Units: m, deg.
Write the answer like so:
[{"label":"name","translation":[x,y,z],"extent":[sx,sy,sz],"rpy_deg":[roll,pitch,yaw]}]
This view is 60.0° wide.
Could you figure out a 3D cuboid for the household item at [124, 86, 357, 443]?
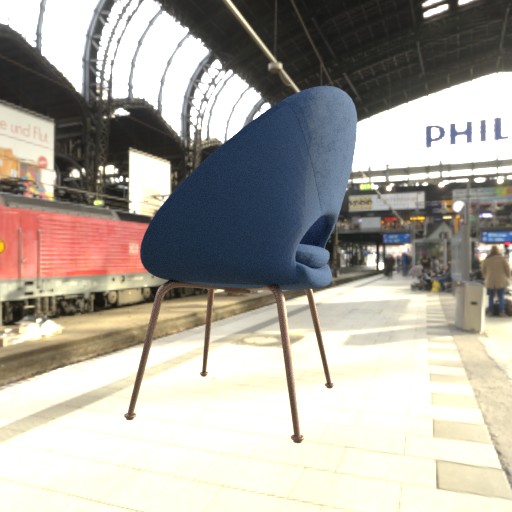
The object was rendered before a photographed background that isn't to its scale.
[{"label":"household item","translation":[0.000,0.000,1.289],"extent":[0.573,0.852,0.623],"rpy_deg":[0,0,19]}]
